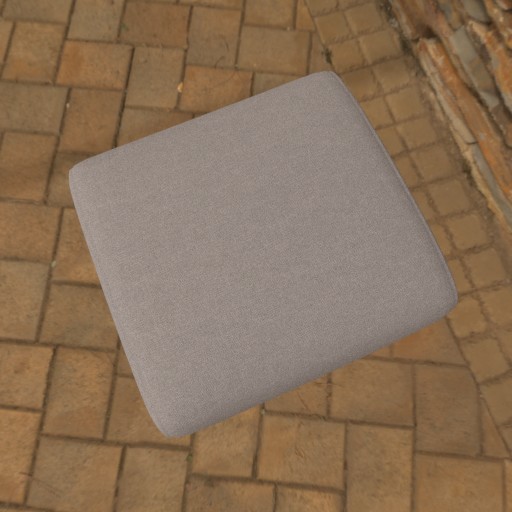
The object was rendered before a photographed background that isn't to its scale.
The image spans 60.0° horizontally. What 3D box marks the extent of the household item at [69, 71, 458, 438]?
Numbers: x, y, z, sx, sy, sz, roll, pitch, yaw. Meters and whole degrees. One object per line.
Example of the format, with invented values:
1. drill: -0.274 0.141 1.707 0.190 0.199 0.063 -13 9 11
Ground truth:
1. household item: 0.000 0.000 0.875 0.530 0.410 0.530 -23 76 -6
